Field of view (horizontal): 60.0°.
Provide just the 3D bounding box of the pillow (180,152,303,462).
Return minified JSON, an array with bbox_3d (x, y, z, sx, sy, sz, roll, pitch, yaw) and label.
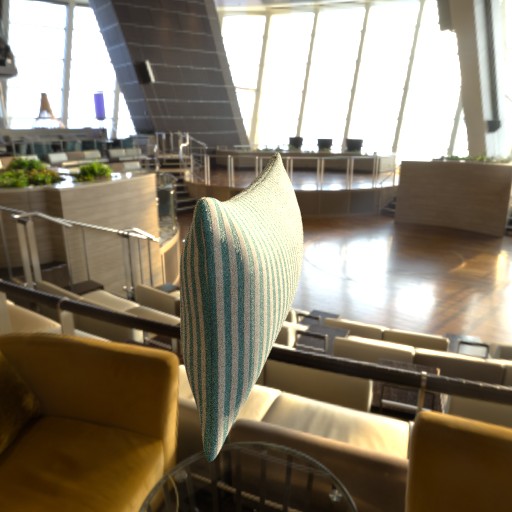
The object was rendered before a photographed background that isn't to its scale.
[{"bbox_3d":[0.000,0.000,0.735,0.151,0.295,0.617,3,17,9],"label":"pillow"}]
